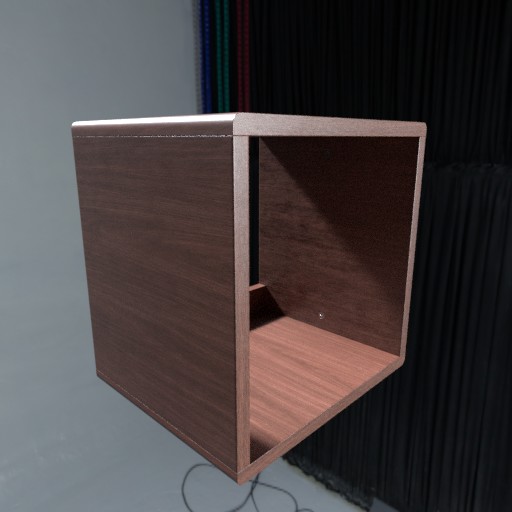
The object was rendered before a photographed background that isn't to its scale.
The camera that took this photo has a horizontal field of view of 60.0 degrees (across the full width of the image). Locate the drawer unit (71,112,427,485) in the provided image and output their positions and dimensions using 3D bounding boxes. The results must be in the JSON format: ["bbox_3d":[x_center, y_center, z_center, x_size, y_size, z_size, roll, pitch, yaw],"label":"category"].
[{"bbox_3d":[0.000,0.000,0.607,0.290,0.351,0.349,14,20,42],"label":"drawer unit"}]
